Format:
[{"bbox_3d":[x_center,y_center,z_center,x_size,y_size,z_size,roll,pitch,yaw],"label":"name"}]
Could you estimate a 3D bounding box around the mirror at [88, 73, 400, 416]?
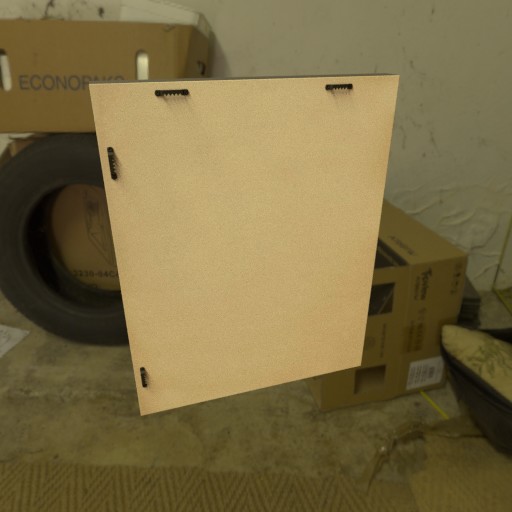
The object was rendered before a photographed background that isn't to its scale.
[{"bbox_3d":[0.000,0.000,0.680,0.406,0.509,0.041,-8,28,-16],"label":"mirror"}]
